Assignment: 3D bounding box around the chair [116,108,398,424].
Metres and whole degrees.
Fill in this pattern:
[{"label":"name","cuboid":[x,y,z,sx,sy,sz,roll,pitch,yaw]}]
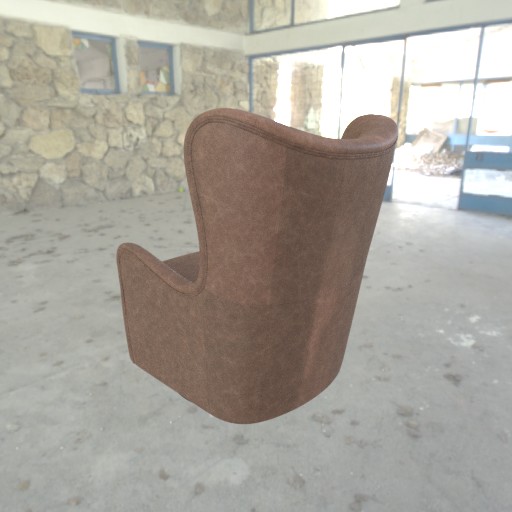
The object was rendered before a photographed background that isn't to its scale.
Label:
[{"label":"chair","cuboid":[0.000,0.000,1.757,0.930,1.079,0.831,16,22,43]}]
